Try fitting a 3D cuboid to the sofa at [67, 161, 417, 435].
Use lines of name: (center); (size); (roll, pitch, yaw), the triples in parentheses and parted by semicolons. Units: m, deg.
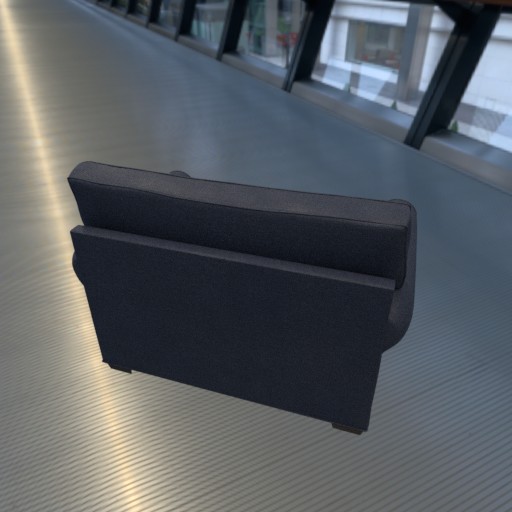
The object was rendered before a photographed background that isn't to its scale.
sofa: (0.000, 0.000, 2.087); (1.405, 1.004, 0.938); (10, 34, 15)
